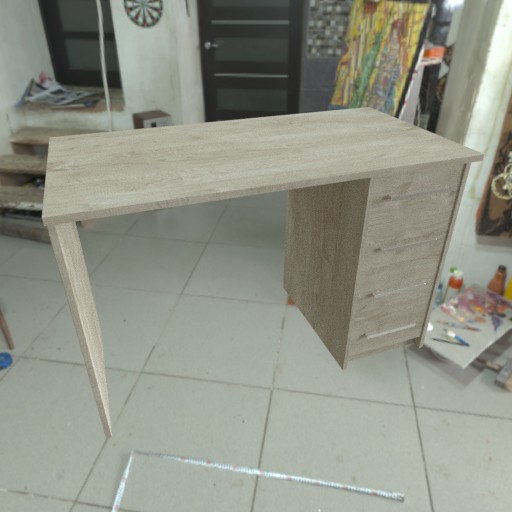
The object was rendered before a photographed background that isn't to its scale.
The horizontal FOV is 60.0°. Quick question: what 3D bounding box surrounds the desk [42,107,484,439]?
[{"bbox_3d":[0.000,0.000,1.436,1.096,0.730,0.560,-11,33,-17],"label":"desk"}]
